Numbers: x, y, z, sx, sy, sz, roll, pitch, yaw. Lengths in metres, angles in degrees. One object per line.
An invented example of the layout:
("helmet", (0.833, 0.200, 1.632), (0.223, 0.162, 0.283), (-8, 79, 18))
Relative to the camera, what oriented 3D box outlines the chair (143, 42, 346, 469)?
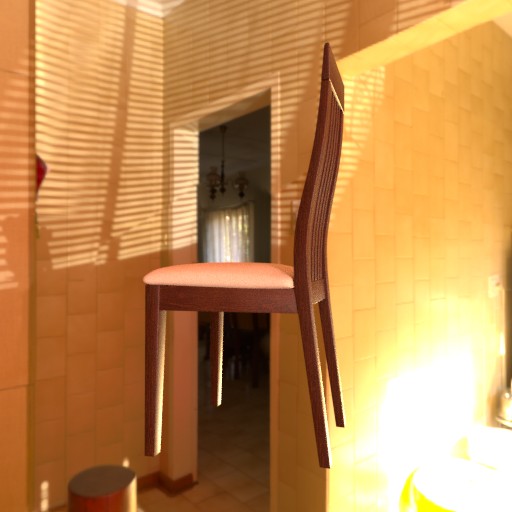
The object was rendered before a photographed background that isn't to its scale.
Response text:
("chair", (0.000, 0.000, 1.275), (0.474, 1.027, 0.460), (0, 0, 19))
